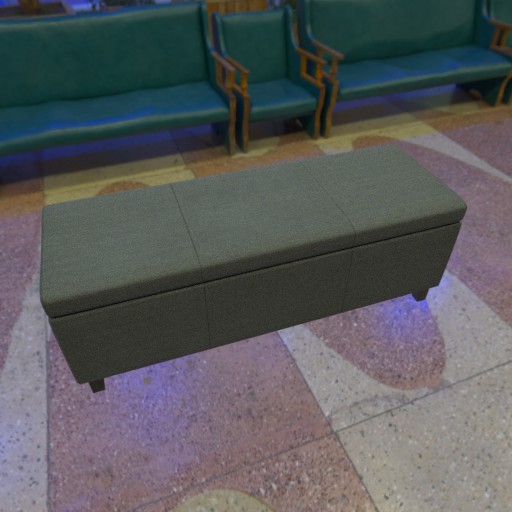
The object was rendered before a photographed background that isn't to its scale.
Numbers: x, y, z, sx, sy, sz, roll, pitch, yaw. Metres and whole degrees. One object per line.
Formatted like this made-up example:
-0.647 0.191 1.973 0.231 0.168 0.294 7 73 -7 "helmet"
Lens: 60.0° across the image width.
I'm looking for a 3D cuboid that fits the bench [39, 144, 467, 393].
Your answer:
0.000 0.000 1.495 1.269 0.438 0.446 -13 43 -14 "bench"
